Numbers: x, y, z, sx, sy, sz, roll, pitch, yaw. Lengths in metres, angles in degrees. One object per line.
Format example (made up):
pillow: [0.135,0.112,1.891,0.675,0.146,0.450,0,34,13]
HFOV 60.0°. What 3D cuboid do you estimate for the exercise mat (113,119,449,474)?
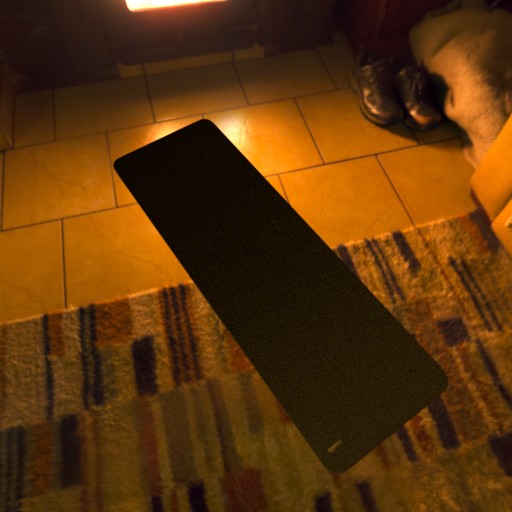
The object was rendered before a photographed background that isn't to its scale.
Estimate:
exercise mat: [0.000,0.000,2.065,0.616,0.021,1.869,-31,63,-17]
